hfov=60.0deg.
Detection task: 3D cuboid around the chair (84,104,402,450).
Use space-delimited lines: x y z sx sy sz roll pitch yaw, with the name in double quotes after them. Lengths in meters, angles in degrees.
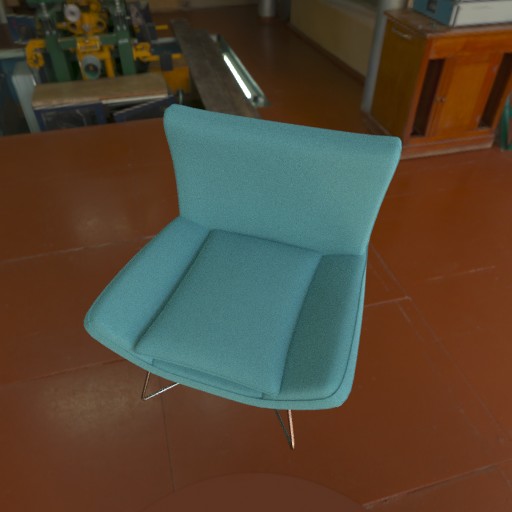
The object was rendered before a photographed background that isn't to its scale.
0.000 0.000 1.644 0.859 0.855 1.008 13 44 14 "chair"
